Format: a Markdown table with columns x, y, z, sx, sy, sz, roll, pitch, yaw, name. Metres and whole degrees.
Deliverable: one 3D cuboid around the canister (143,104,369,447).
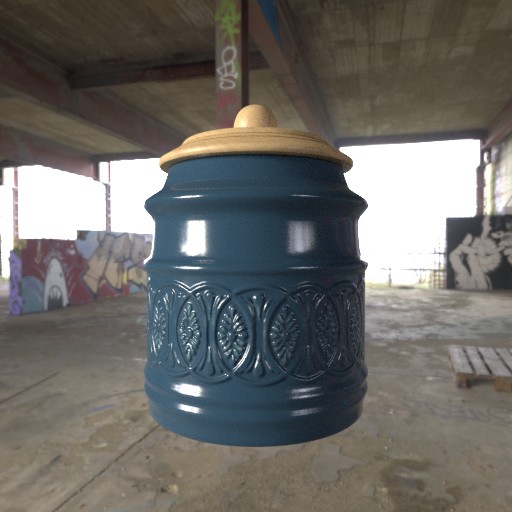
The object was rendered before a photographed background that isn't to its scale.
| x | y | z | sx | sy | sz | roll | pitch | yaw | name |
| --- | --- | --- | --- | --- | --- | --- | --- | --- | --- |
| 0.000 | 0.000 | 0.263 | 0.130 | 0.176 | 0.130 | 0 | 1 | 0 | canister |
